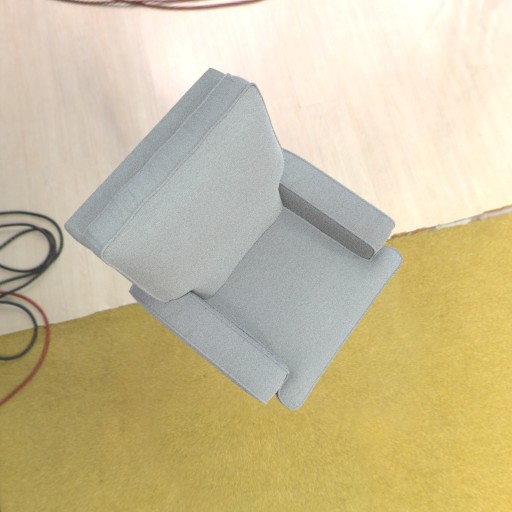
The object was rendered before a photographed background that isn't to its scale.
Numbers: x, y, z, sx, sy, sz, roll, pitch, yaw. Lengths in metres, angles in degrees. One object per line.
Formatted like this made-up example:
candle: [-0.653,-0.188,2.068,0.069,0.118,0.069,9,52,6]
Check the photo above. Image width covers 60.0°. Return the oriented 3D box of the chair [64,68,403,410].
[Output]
chair: [0.000,0.000,1.733,0.969,0.964,0.861,37,78,9]
